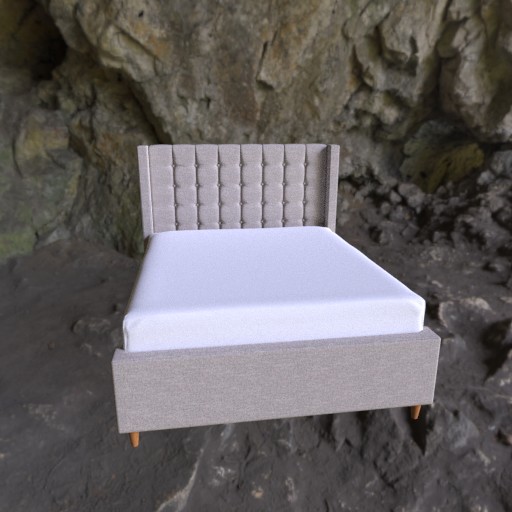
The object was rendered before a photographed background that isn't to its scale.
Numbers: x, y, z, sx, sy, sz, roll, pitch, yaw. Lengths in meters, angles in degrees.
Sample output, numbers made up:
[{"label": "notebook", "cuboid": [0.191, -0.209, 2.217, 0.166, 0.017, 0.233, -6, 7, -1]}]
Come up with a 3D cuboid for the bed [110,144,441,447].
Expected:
[{"label": "bed", "cuboid": [0.000, 0.000, 3.733, 2.044, 1.748, 2.372, -2, 16, -8]}]
